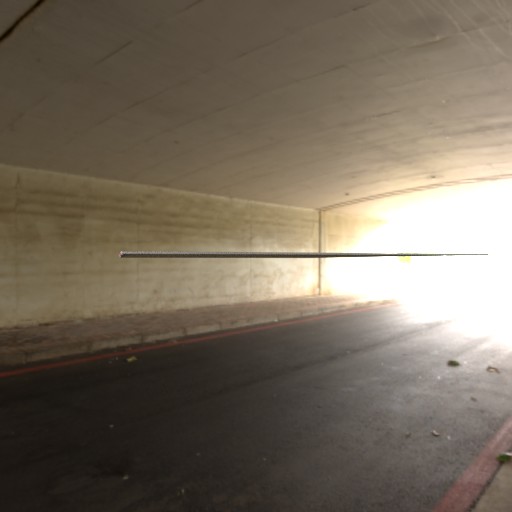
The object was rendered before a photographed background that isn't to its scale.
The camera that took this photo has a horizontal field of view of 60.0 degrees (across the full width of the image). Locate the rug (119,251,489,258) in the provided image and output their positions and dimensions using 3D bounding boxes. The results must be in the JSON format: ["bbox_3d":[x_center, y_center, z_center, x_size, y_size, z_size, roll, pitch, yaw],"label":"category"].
[{"bbox_3d":[0.000,0.000,4.143,2.441,0.016,3.095,0,-1,-17],"label":"rug"}]
